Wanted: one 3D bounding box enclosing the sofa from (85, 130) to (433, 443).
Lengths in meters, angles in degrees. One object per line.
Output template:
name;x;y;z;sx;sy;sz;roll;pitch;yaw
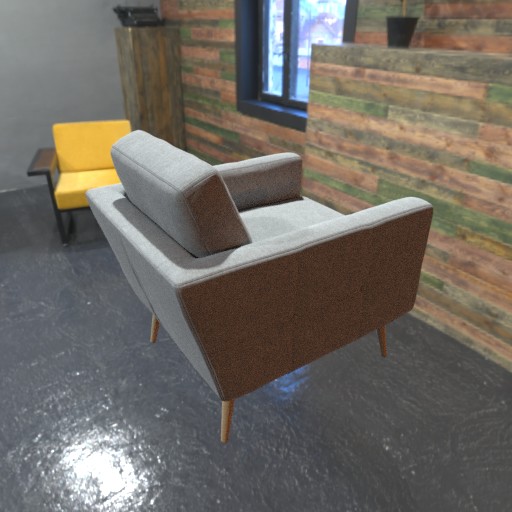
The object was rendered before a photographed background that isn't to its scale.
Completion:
sofa;0.000;0.000;1.554;0.920;0.860;0.770;-17;33;-29
